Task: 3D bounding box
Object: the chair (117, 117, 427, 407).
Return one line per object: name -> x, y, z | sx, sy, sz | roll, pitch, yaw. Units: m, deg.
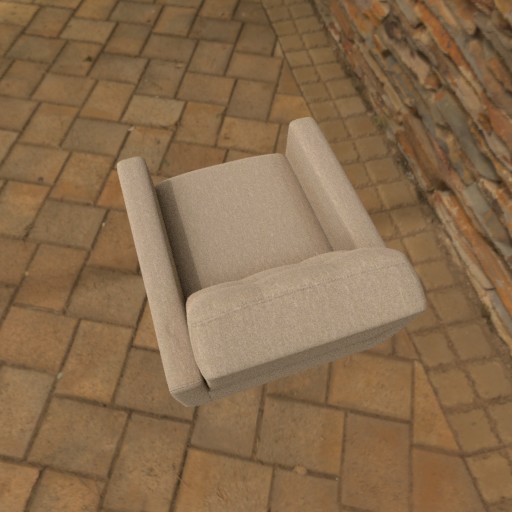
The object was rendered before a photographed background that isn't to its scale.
chair -> 0.000, 0.000, 1.811 | 0.897, 0.965, 1.128 | -16, 60, -9
